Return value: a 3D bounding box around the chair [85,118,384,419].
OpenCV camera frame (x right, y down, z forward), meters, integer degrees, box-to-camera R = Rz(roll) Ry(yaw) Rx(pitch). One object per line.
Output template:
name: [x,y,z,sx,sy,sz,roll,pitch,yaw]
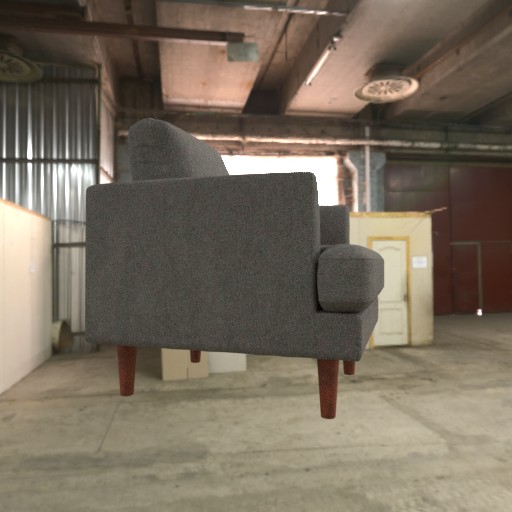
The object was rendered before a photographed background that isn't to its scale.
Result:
chair: [0.000,0.000,1.666,0.899,0.957,0.858,0,-1,18]
